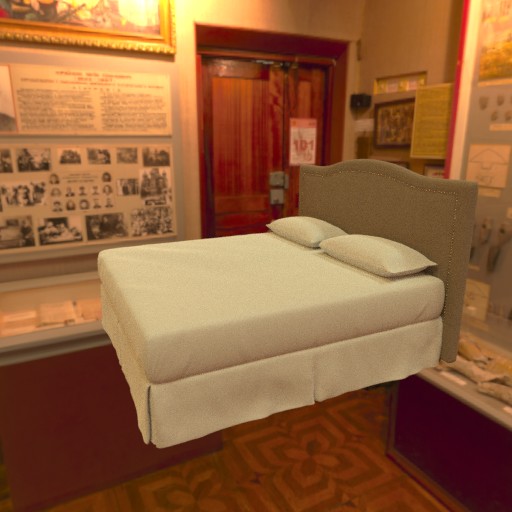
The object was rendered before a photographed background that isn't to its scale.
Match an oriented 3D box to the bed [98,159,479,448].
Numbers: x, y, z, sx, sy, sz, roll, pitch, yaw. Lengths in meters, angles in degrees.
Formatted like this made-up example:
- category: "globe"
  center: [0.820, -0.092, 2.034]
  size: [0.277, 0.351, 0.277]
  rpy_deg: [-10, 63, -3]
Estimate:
- category: "bed"
  center: [0.000, 0.000, 3.426]
  size: [2.182, 1.421, 2.083]
  rpy_deg: [-7, 17, -25]
